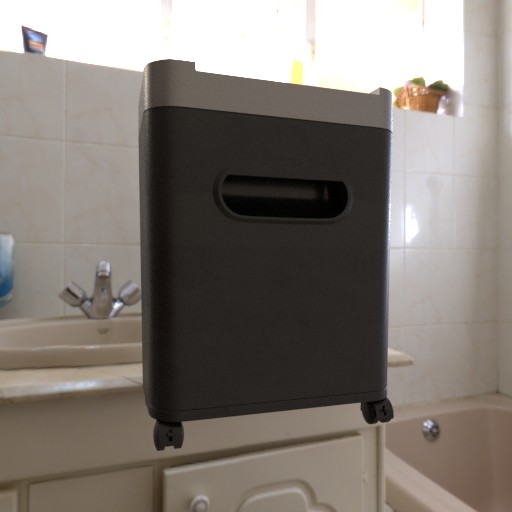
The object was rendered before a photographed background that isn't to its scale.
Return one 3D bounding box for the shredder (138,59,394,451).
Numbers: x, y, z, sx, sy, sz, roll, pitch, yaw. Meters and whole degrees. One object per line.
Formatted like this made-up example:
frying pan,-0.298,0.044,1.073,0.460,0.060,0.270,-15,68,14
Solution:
shredder,0.000,0.000,0.610,0.311,0.419,0.237,0,-1,-18
